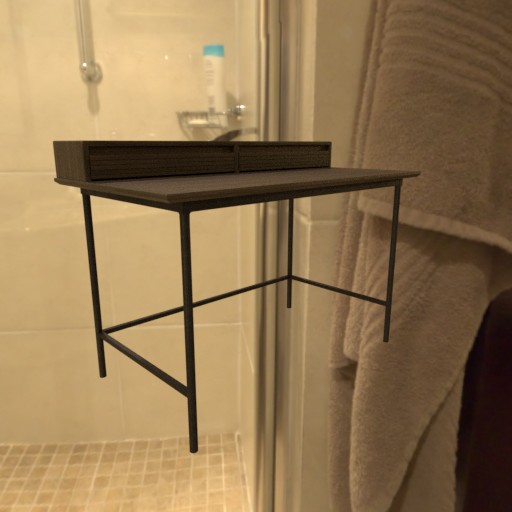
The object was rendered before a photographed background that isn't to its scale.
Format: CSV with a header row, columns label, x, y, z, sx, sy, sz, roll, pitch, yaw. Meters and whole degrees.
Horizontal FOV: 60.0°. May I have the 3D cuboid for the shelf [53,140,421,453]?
label,x,y,z,sx,sy,sz,roll,pitch,yaw
shelf,0.000,0.000,1.723,1.212,0.865,0.685,-13,19,-42
